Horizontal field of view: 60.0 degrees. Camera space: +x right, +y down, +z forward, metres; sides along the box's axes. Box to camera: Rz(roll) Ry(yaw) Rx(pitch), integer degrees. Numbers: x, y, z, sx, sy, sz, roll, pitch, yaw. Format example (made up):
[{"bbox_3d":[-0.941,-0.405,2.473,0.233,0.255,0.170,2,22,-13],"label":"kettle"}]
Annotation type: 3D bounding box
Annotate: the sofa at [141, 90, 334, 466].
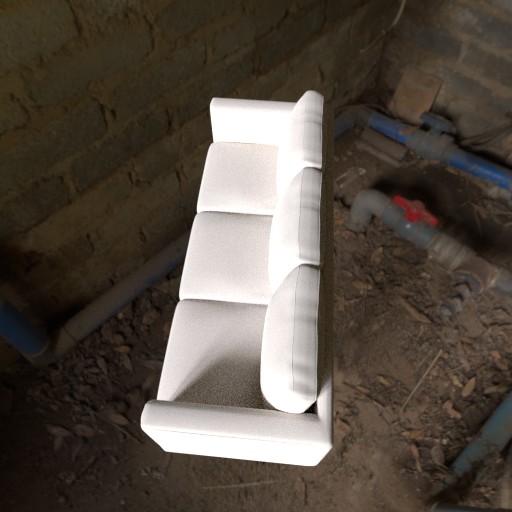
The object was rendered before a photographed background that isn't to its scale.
[{"bbox_3d":[0.000,0.000,2.487,0.802,0.912,2.029,5,58,3],"label":"sofa"}]
